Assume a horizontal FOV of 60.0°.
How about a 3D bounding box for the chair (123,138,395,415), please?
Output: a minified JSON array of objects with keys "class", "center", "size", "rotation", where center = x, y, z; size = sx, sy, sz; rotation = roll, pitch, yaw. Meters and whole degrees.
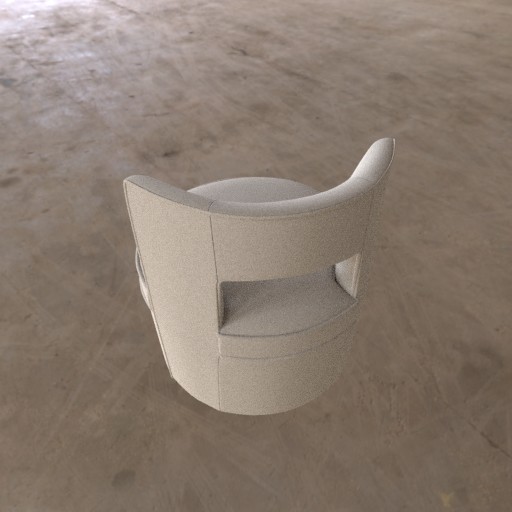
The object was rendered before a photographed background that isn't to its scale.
[{"class":"chair","center":[0.000,0.000,1.247],"size":[0.650,0.723,0.665],"rotation":[-11,42,-13]}]
